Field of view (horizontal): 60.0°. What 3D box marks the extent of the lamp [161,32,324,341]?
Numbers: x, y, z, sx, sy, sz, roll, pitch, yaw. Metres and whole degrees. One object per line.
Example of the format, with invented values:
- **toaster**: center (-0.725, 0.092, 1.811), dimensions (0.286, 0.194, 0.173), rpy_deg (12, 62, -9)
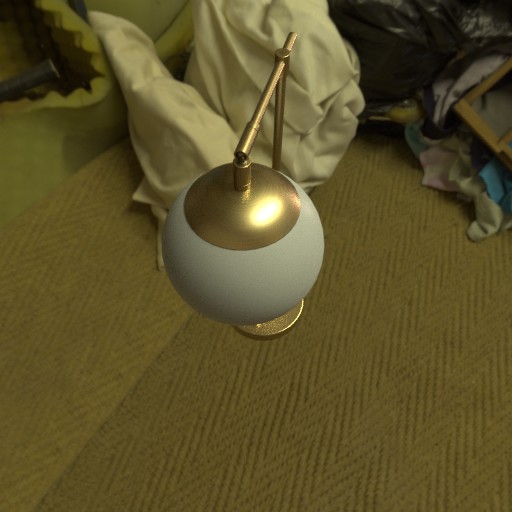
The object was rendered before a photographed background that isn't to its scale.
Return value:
- **lamp**: center (0.000, 0.000, 0.699), dimensions (0.207, 0.559, 0.324), rpy_deg (14, 59, 9)
